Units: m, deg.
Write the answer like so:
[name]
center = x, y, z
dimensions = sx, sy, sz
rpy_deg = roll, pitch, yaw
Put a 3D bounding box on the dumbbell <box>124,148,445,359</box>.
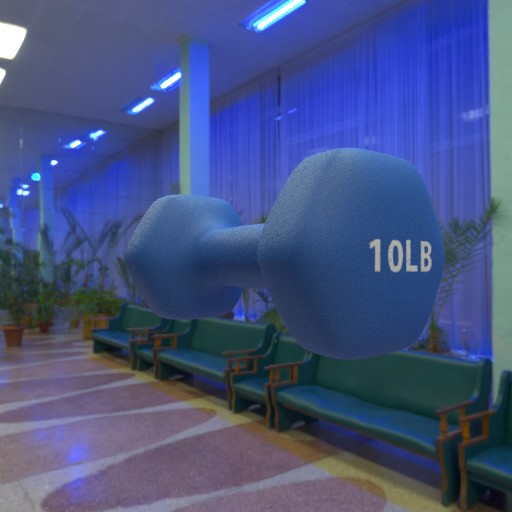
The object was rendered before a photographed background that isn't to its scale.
[dumbbell]
center = 0.000, 0.000, 0.273
dimensions = 0.103, 0.093, 0.212
rpy_deg = 1, -1, -36
